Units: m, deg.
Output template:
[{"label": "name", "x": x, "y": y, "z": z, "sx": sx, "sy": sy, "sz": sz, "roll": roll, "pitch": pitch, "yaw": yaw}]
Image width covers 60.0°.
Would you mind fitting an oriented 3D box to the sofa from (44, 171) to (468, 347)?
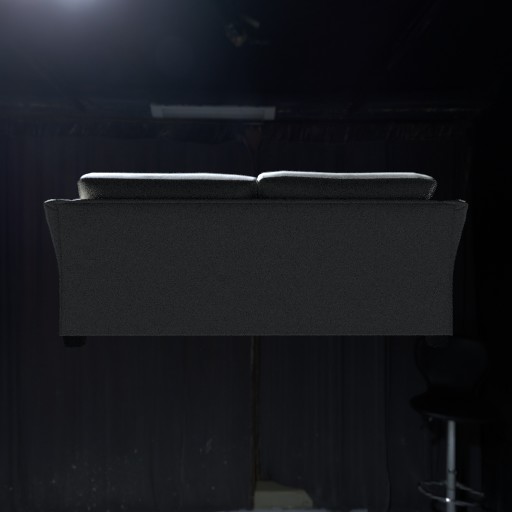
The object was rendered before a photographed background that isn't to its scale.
[{"label": "sofa", "x": 0.000, "y": 0.000, "z": 2.798, "sx": 2.270, "sy": 0.965, "sz": 0.980, "roll": 0, "pitch": 0, "yaw": 0}]
